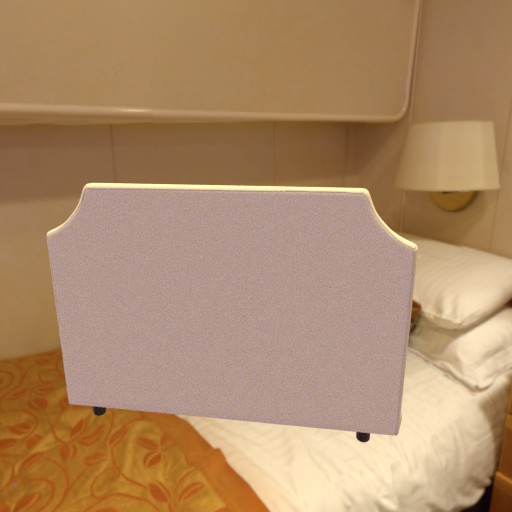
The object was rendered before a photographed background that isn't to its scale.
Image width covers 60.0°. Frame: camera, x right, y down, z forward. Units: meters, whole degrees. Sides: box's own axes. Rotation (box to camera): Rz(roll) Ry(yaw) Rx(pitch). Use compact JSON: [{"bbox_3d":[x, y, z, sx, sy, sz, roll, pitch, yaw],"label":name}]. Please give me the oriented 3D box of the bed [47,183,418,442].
[{"bbox_3d":[0.000,0.000,4.001,2.350,1.590,2.773,2,16,8],"label":"bed"}]
